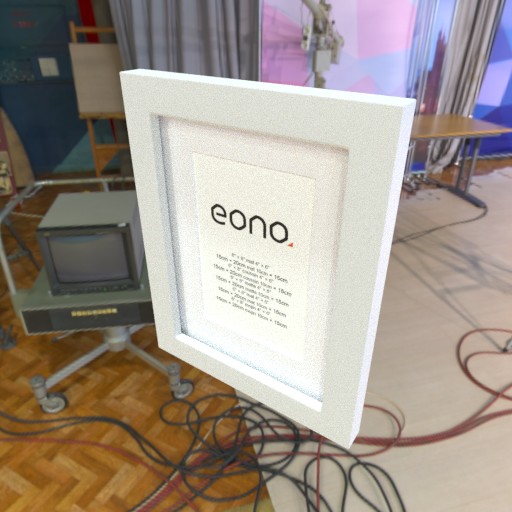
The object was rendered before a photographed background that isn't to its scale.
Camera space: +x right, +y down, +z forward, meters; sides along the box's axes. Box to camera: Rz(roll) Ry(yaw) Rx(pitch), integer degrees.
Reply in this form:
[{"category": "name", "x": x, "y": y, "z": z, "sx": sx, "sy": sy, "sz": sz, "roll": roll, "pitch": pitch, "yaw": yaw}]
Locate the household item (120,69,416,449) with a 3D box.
[{"category": "household item", "x": 0.000, "y": 0.000, "z": 0.336, "sx": 0.200, "sy": 0.250, "sz": 0.045, "roll": 19, "pitch": 35, "yaw": 29}]
